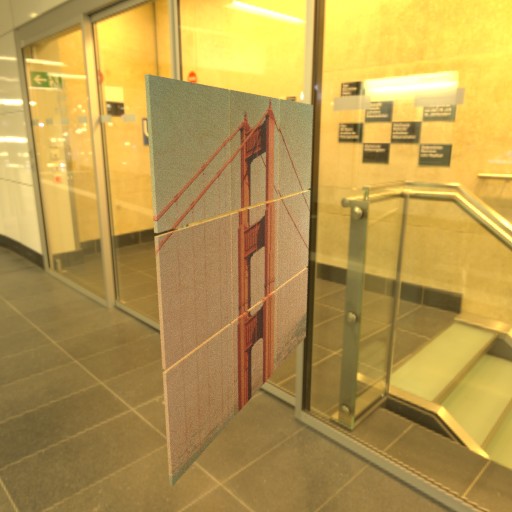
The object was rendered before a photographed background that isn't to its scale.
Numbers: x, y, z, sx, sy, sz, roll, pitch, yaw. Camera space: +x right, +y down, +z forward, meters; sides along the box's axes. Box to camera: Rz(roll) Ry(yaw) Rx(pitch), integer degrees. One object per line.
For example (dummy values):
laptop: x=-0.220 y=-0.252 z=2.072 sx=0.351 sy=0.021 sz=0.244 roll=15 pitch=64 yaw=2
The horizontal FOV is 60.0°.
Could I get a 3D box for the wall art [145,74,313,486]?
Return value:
wall art: x=0.000 y=0.000 z=1.776 sx=0.013 sy=1.219 sz=1.214 roll=7 pitch=17 yaw=25
